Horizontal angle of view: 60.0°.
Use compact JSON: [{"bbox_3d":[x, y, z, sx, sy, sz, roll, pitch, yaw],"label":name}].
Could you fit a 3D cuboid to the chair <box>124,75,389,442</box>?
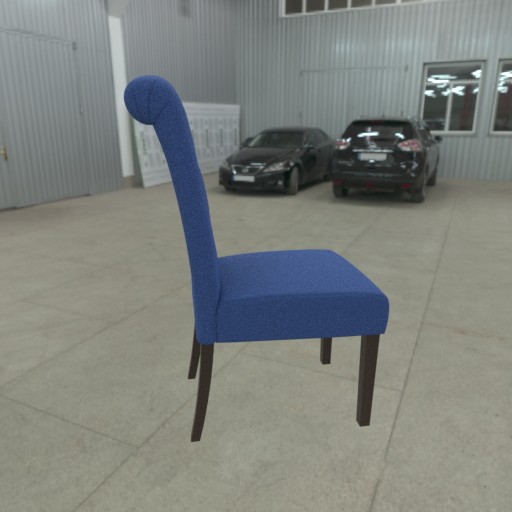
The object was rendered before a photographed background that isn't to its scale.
[{"bbox_3d":[0.000,0.000,1.355,0.671,1.006,0.456,-3,17,-9],"label":"chair"}]
